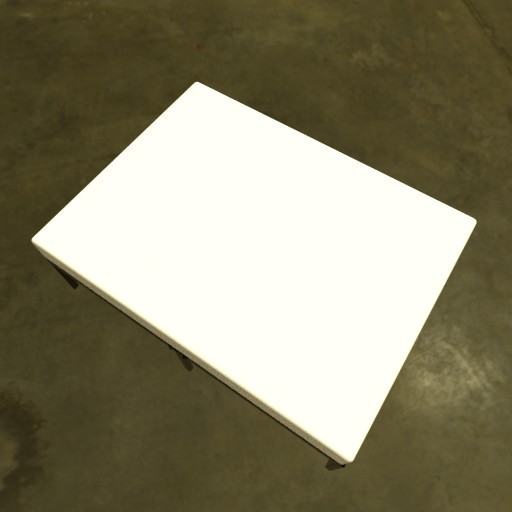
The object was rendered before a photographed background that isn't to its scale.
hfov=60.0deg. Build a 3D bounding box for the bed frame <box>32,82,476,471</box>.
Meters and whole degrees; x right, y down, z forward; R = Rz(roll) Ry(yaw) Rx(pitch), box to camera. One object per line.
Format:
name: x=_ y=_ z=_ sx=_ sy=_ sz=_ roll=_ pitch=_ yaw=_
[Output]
bed frame: x=0.000 y=0.000 z=2.799 sx=2.072 sy=0.659 sz=1.557 roll=31 pitch=67 yaw=15
